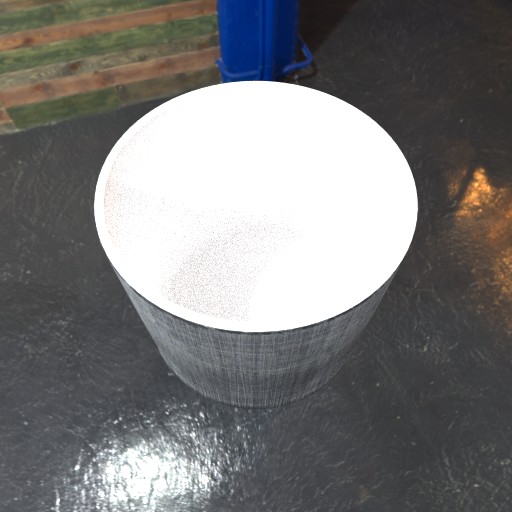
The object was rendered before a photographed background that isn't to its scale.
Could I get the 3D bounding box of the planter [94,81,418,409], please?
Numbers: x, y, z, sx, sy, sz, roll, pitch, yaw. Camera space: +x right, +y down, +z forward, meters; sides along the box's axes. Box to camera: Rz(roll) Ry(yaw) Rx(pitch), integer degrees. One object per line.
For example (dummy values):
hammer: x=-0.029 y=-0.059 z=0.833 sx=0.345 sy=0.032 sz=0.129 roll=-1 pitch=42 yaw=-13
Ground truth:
planter: x=0.000 y=0.000 z=0.447 sx=0.254 sy=0.221 sz=0.254 roll=0 pitch=58 yaw=0
